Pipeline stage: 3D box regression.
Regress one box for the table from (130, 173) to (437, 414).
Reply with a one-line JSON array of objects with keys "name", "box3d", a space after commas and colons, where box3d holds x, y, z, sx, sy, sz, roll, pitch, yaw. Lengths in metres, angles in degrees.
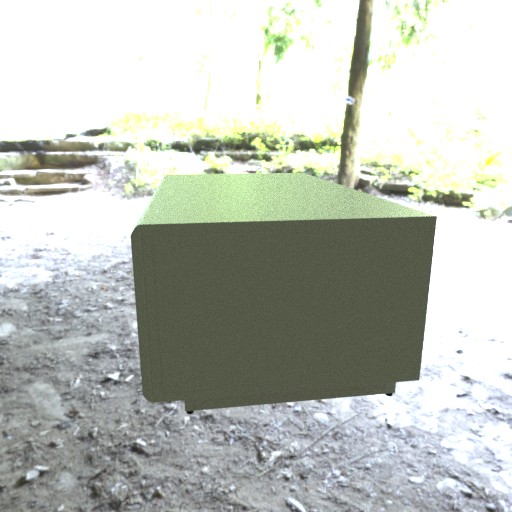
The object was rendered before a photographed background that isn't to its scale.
[{"name": "table", "box3d": [0.000, 0.000, 1.449, 0.639, 0.442, 1.097, -2, 15, -8]}]
